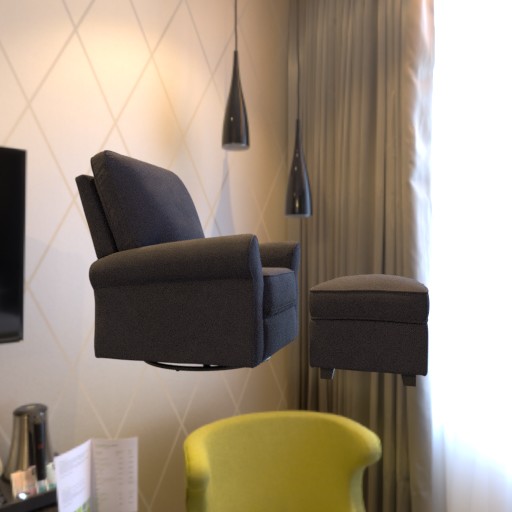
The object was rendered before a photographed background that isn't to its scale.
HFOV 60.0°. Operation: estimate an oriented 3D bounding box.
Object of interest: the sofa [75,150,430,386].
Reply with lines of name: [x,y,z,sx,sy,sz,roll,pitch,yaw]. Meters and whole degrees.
sofa: [0.000,0.000,2.053,1.478,0.959,0.880,0,0,18]
